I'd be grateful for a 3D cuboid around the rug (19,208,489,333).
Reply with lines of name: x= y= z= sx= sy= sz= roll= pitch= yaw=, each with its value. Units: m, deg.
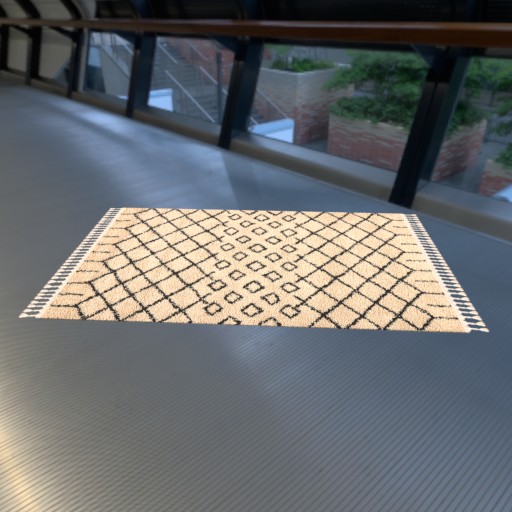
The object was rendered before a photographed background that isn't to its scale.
rug: x=0.000 y=0.000 z=2.398 sx=2.006 sy=0.008 sz=1.196 roll=2 pitch=30 yaw=3
